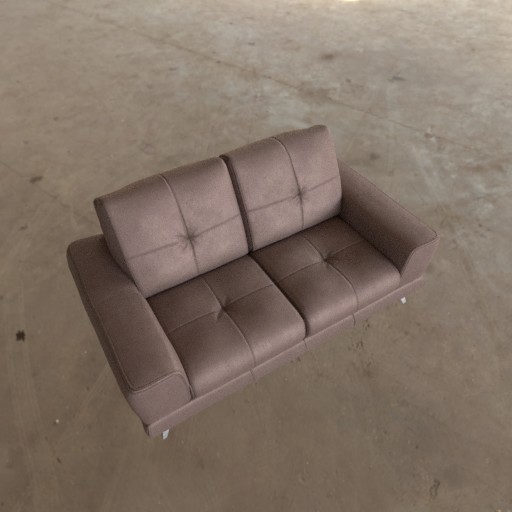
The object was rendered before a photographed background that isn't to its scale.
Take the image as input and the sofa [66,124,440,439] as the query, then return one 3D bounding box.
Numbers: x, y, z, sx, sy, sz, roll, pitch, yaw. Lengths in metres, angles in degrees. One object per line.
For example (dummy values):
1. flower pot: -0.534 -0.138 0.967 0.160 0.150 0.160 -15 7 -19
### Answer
1. sofa: 0.000 0.000 2.421 1.806 0.907 1.018 -24 50 -21
